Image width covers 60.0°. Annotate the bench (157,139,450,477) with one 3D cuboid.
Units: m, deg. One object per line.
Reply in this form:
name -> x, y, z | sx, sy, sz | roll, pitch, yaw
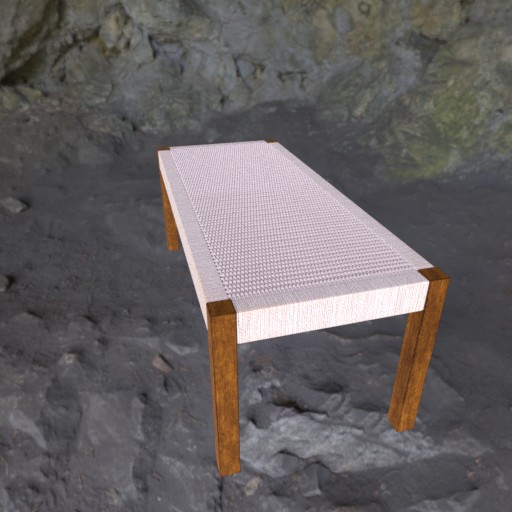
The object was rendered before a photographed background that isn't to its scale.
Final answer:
bench -> 0.000, 0.000, 1.478 | 0.507, 0.457, 1.198 | -8, 30, -14
